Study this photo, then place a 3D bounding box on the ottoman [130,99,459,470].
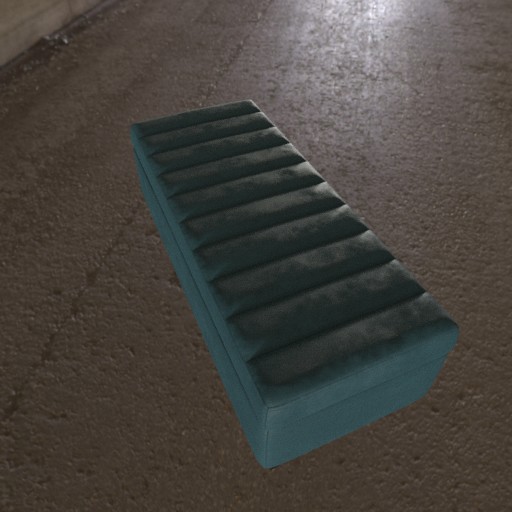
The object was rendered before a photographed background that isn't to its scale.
[{"bbox_3d":[0.000,0.000,1.389,0.482,0.469,1.151,-18,48,-16],"label":"ottoman"}]
